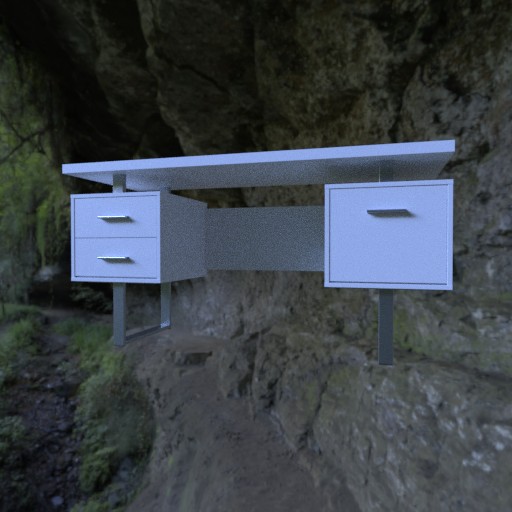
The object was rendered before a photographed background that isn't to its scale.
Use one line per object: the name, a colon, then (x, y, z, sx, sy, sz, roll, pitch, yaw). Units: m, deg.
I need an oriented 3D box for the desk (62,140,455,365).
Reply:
desk: (0.000, 0.000, 1.951, 1.530, 0.773, 0.603, 0, 1, 16)
